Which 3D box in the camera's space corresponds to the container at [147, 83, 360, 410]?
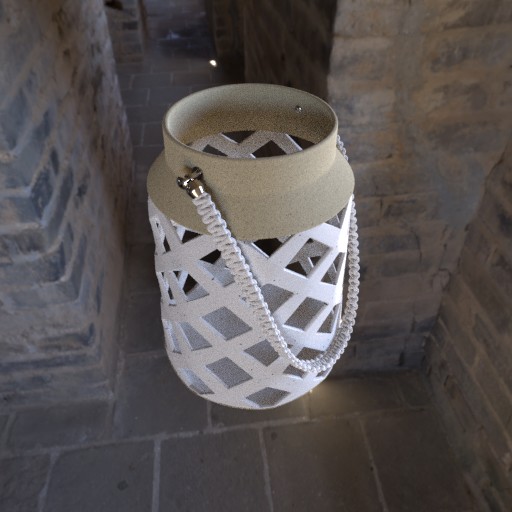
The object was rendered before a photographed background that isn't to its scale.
[{"bbox_3d":[0.000,0.000,0.403,0.198,0.264,0.188,26,48,26],"label":"container"}]
